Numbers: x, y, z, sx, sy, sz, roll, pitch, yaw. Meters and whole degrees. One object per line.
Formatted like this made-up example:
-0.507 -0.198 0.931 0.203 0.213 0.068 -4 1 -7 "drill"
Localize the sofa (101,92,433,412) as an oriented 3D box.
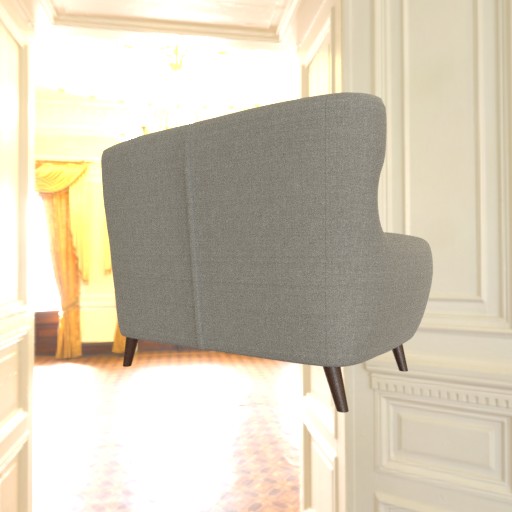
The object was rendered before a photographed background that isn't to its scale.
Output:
0.000 0.000 2.005 1.386 1.028 0.884 -1 -1 35 "sofa"
